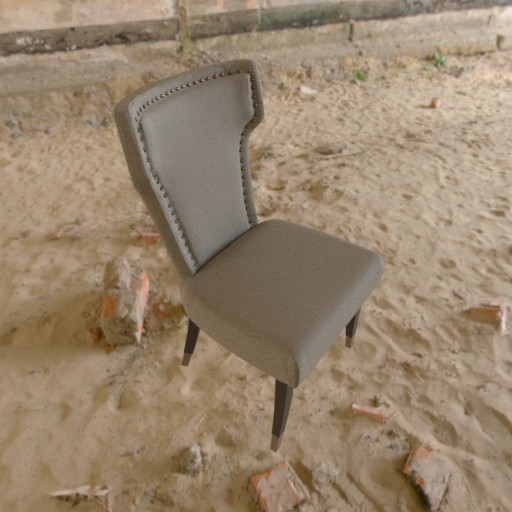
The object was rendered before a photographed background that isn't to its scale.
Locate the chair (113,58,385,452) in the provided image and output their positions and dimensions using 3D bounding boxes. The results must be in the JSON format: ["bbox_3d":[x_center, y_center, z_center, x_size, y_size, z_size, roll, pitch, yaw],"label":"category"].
[{"bbox_3d":[0.000,0.000,1.325,0.630,0.955,0.526,25,46,27],"label":"chair"}]
